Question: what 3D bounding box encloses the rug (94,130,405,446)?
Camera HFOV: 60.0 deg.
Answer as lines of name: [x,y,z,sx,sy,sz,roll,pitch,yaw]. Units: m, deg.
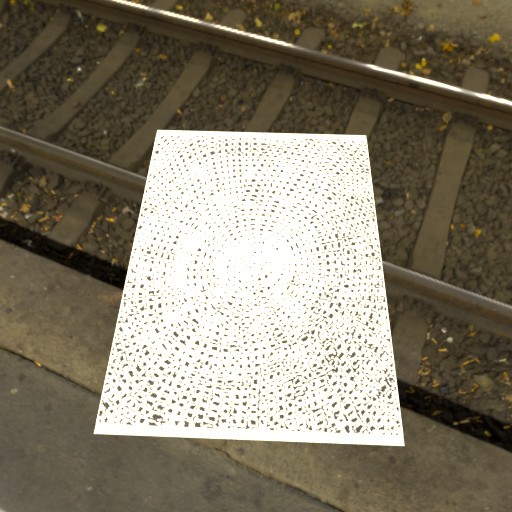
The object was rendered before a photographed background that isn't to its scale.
rug: [0.000,0.000,2.111,1.190,0.003,1.634,2,59,1]
